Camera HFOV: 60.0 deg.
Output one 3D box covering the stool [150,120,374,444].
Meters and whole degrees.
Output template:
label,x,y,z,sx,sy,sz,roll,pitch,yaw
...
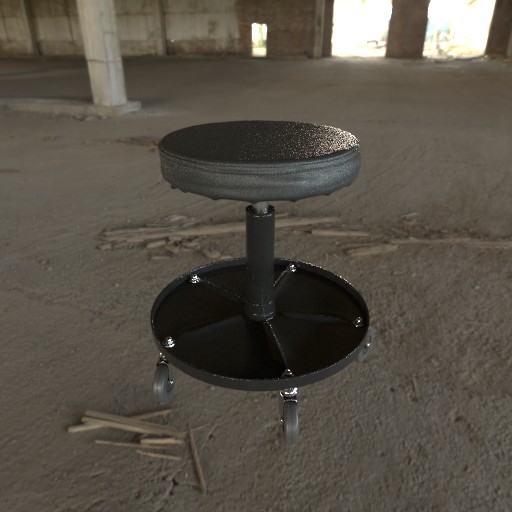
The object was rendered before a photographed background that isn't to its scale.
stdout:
label,x,y,z,sx,sy,sz,roll,pitch,yaw
stool,0.000,0.000,0.685,0.382,0.365,0.381,8,28,16
